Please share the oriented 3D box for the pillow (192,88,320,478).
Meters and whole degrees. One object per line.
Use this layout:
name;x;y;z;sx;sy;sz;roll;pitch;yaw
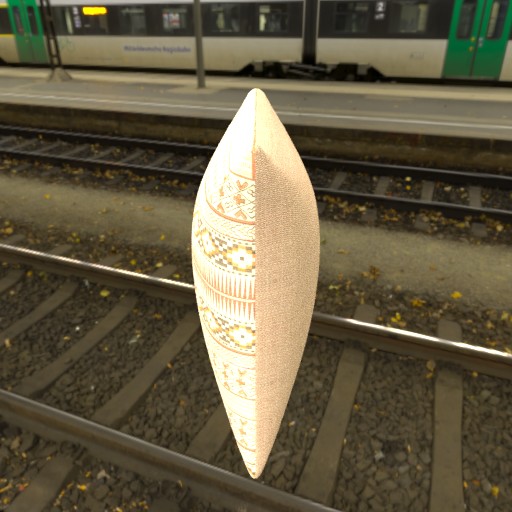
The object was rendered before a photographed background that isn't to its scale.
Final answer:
pillow;0.000;0.000;0.799;0.215;0.519;0.521;0;28;0
